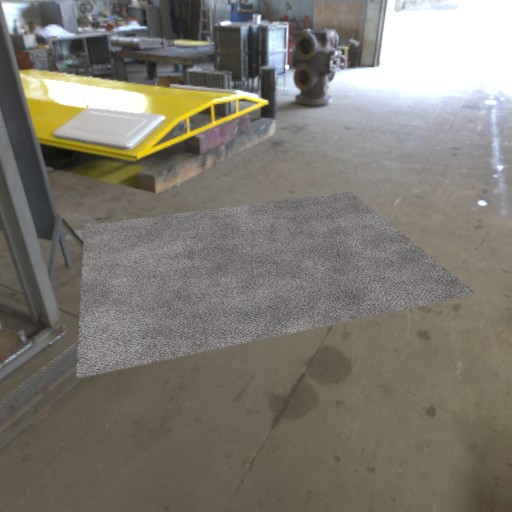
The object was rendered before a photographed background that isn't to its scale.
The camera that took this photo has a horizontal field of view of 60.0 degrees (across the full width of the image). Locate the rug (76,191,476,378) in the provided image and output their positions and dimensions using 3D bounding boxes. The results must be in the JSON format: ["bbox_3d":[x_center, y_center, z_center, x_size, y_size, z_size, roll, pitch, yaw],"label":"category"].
[{"bbox_3d":[0.000,0.000,2.989,2.235,0.008,1.600,-9,32,-14],"label":"rug"}]
